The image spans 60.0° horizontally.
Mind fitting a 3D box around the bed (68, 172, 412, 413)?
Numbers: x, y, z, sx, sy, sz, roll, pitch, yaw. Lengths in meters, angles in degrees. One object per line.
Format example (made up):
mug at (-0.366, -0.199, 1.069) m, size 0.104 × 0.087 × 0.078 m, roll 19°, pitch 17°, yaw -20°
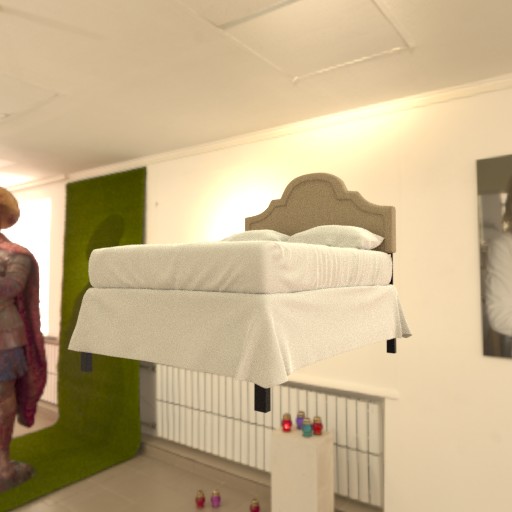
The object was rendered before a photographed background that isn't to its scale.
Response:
bed at (0.000, 0.000, 3.472) m, size 1.780 × 1.634 × 2.222 m, roll -1°, pitch -2°, yaw 36°
